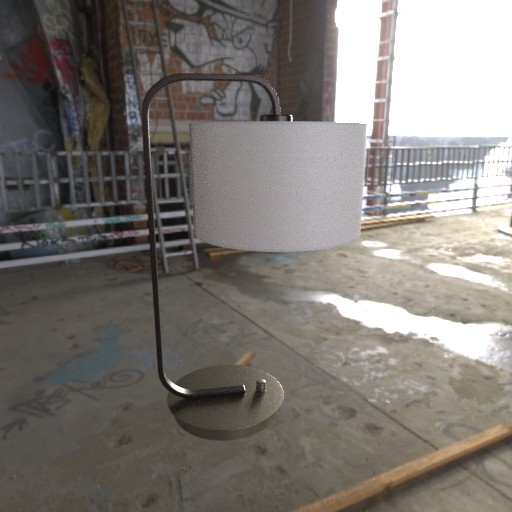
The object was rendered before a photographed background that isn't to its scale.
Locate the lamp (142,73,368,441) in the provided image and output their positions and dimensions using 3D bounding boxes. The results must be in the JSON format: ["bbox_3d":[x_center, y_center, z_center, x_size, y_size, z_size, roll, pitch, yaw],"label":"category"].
[{"bbox_3d":[0.000,0.000,0.623,0.288,0.473,0.230,-3,15,-10],"label":"lamp"}]
